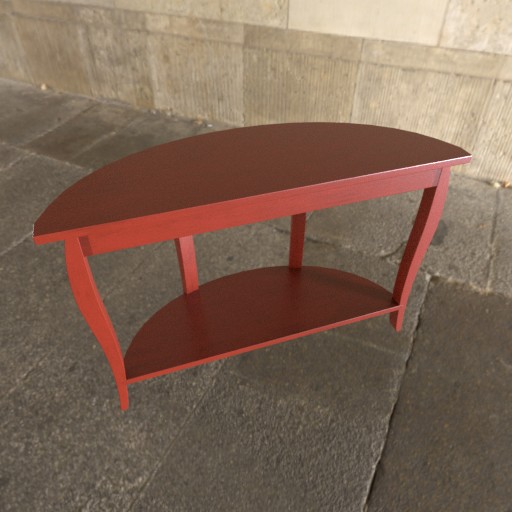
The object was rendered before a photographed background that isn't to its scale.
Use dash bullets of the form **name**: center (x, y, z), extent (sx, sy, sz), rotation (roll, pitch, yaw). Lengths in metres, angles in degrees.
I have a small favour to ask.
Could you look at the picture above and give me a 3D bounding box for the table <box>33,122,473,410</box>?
- **table**: center (0.000, 0.000, 1.563), extent (1.219, 0.779, 0.405), rotation (-12, 42, -14)
